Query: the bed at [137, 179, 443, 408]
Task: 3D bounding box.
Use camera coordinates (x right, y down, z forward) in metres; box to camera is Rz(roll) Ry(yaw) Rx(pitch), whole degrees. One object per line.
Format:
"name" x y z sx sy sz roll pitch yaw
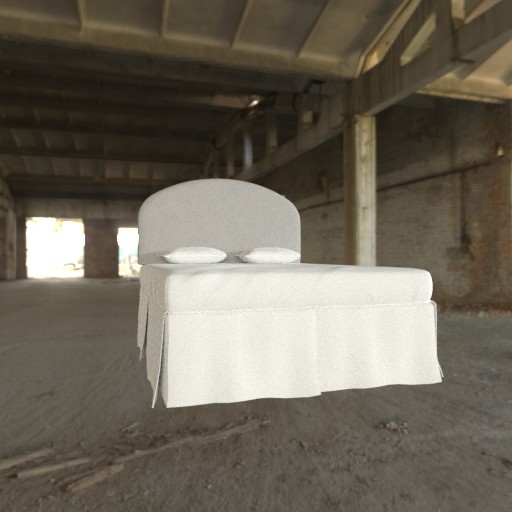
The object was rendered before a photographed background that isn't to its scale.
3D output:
"bed" 0.000 0.000 3.156 1.607 1.410 2.005 0 0 -18
